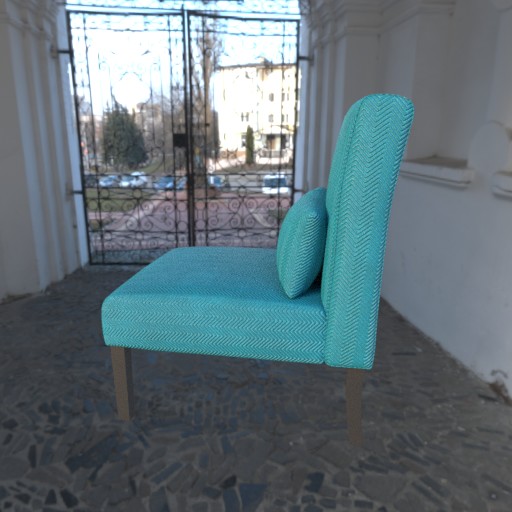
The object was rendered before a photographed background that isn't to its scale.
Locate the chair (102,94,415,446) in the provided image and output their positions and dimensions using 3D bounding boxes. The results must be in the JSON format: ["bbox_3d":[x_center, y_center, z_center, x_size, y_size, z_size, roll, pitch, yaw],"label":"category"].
[{"bbox_3d":[0.000,0.000,1.415,0.808,0.927,0.579,3,16,9],"label":"chair"}]
